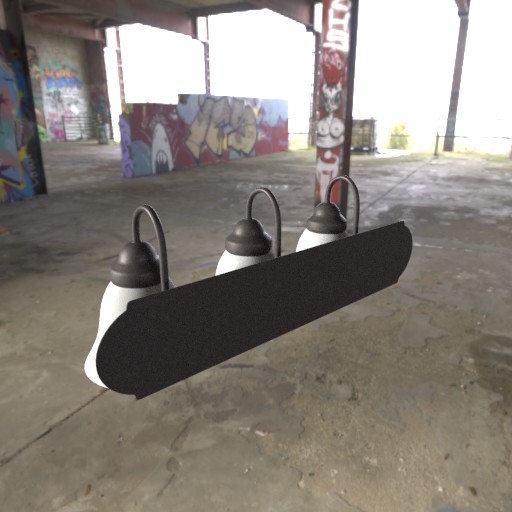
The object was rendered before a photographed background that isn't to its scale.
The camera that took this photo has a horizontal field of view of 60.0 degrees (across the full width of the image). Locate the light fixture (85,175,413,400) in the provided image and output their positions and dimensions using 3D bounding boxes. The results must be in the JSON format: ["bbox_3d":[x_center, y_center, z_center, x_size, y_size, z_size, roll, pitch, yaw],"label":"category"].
[{"bbox_3d":[0.000,0.000,0.701,0.610,0.222,0.199,-16,24,-39],"label":"light fixture"}]
